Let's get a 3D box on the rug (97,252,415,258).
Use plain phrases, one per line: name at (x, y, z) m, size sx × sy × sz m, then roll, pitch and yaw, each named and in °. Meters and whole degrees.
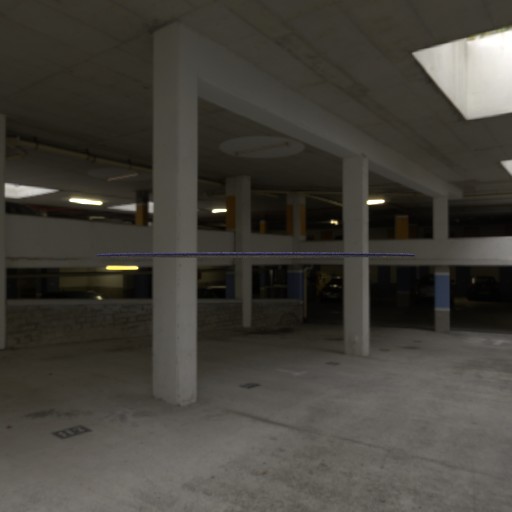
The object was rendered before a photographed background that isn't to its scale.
rug at (0.000, 0.000, 2.356) m, size 1.591 × 0.010 × 1.591 m, roll 0°, pitch -1°, yaw 0°
